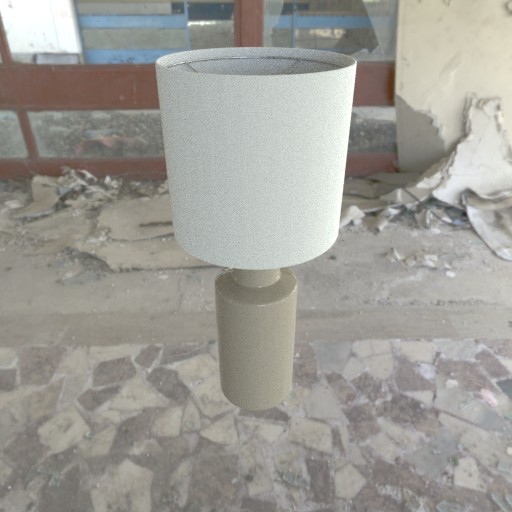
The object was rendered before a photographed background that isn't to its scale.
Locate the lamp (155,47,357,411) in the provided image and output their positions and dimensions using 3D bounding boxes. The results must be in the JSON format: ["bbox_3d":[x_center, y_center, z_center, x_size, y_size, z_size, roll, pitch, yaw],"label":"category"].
[{"bbox_3d":[0.000,0.000,0.601,0.212,0.493,0.212,19,36,28],"label":"lamp"}]
